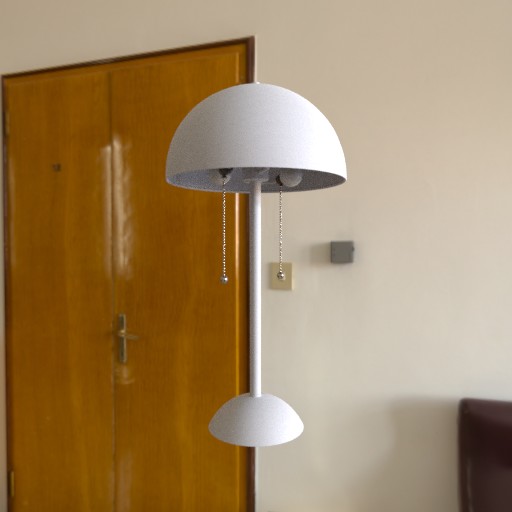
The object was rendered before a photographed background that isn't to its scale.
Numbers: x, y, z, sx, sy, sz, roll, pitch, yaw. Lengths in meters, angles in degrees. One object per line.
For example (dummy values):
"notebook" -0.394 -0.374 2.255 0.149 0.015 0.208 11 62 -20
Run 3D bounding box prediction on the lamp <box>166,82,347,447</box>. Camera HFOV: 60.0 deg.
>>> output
"lamp" 0.000 0.000 0.428 0.171 0.330 0.171 0 1 0
